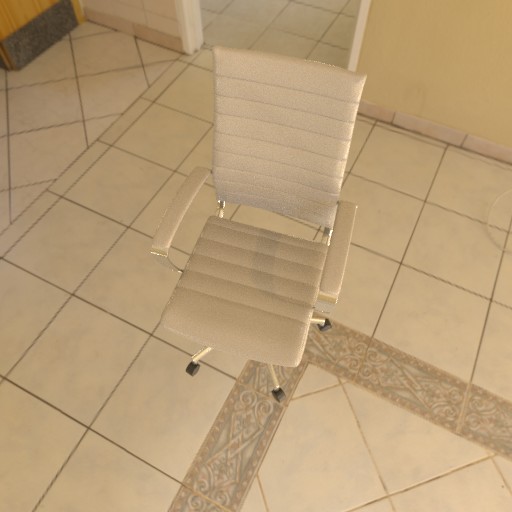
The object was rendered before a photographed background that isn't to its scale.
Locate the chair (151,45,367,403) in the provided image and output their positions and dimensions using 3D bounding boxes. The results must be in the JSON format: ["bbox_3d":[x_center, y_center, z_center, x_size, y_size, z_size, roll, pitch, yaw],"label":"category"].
[{"bbox_3d":[0.000,0.000,1.565,0.679,1.149,0.667,15,59,9],"label":"chair"}]
